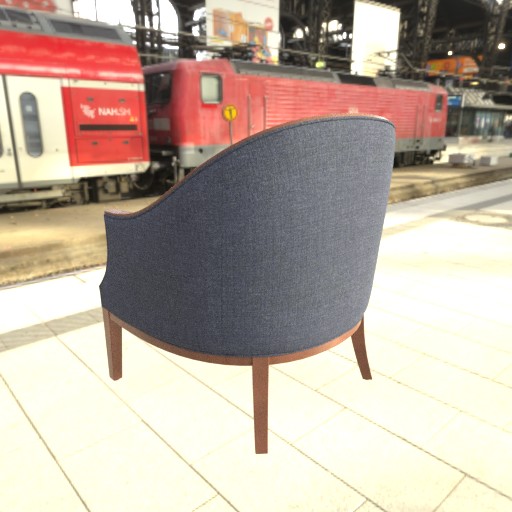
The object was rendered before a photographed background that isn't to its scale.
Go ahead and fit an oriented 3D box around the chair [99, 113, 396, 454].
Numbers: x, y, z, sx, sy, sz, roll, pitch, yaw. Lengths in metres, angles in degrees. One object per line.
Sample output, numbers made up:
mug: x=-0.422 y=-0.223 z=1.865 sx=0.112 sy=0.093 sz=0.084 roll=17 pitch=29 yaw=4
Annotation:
chair: x=0.000 y=0.000 z=1.446 sx=0.803 sy=0.876 sz=0.735 roll=-15 pitch=22 yaw=-42
